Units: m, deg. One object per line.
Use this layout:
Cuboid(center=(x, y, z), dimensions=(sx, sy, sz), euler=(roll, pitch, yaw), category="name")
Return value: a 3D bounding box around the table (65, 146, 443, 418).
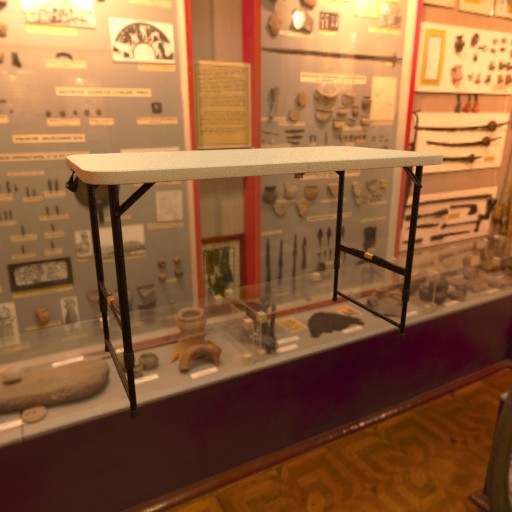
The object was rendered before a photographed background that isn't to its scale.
Cuboid(center=(0.000, 0.000, 1.647), dimensions=(1.245, 0.737, 0.611), euler=(-9, 19, -26), category="table")
